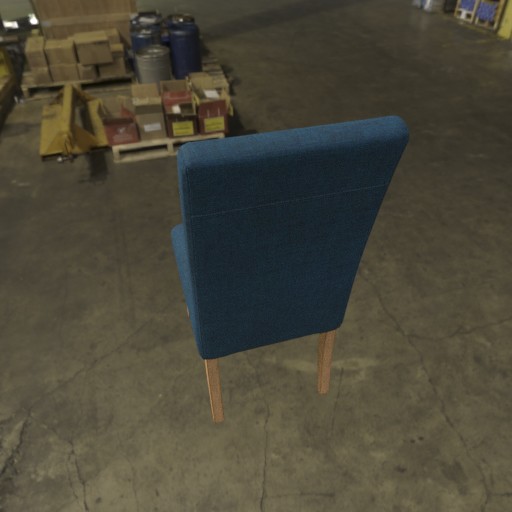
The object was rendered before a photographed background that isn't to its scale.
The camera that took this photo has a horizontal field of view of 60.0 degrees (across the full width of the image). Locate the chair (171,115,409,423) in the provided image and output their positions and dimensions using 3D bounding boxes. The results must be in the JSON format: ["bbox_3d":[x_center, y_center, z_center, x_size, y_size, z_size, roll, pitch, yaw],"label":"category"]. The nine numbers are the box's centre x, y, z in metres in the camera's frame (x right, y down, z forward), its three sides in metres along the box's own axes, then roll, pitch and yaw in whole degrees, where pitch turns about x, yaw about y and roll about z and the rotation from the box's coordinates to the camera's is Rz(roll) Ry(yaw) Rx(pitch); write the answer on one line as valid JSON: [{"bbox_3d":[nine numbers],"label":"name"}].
[{"bbox_3d":[0.000,0.000,1.327,0.450,1.029,0.610,-11,42,-13],"label":"chair"}]
